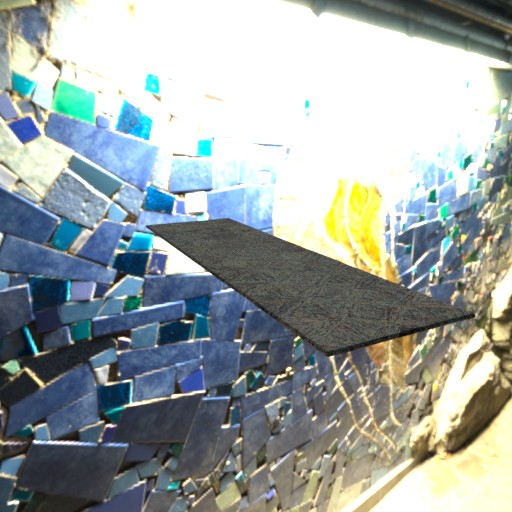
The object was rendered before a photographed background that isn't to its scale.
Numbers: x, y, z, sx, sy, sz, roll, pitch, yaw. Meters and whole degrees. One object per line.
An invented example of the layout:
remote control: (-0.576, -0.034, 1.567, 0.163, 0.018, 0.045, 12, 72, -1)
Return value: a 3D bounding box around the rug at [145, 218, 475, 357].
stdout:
rug: (0.000, 0.000, 2.496, 0.688, 0.015, 2.292, -8, 17, -26)
